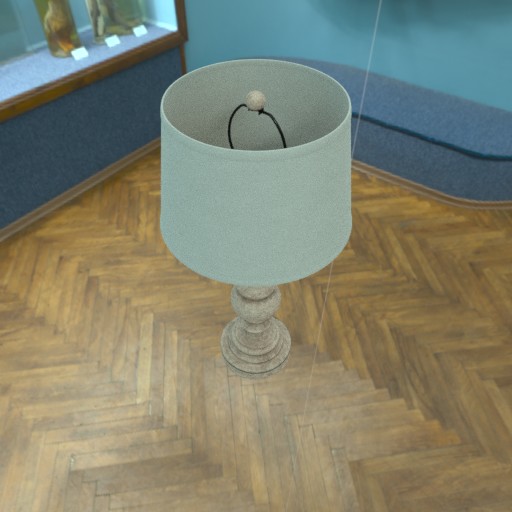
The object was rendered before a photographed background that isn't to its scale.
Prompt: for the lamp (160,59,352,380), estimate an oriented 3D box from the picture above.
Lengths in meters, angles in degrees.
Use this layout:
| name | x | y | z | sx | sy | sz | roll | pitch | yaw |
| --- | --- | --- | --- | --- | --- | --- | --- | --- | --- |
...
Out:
| name | x | y | z | sx | sy | sz | roll | pitch | yaw |
| --- | --- | --- | --- | --- | --- | --- | --- | --- | --- |
| lamp | 0.000 | 0.000 | 0.874 | 0.340 | 0.678 | 0.340 | 0 | 47 | 0 |
